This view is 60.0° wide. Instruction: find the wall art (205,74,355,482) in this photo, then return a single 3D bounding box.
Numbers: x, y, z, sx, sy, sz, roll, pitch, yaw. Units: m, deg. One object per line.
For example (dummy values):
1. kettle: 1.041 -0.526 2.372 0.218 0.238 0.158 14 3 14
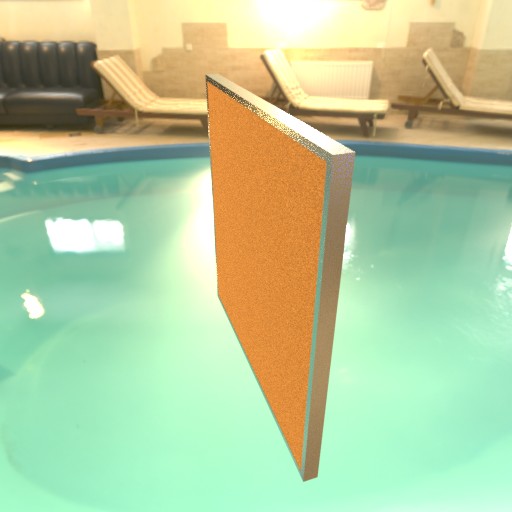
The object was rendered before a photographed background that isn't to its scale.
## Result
1. wall art: 0.000 0.000 1.196 0.038 0.806 0.806 -10 32 -16
